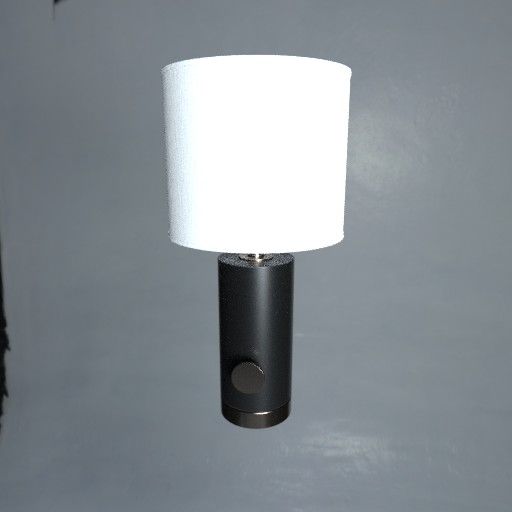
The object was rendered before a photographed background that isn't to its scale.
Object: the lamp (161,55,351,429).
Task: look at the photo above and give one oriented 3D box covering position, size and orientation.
[{"bbox_3d":[0.000,0.000,0.628,0.241,0.482,0.240,2,14,8],"label":"lamp"}]
